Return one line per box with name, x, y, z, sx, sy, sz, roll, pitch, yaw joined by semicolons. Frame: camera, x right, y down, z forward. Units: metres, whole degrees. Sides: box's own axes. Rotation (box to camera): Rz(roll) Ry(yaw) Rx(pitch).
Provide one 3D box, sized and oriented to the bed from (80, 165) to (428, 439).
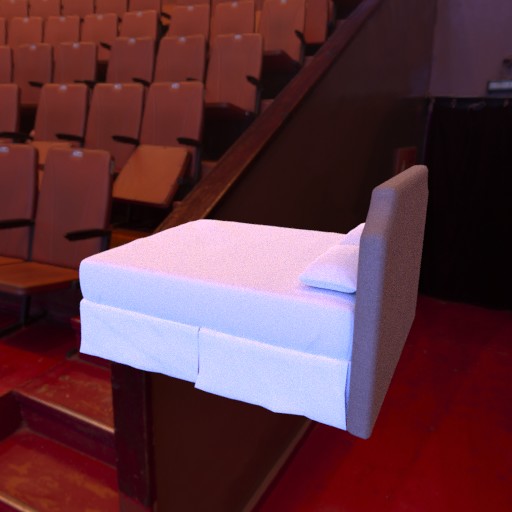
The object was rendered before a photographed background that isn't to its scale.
bed;0.000;0.000;3.239;2.116;1.290;1.693;8;18;25
